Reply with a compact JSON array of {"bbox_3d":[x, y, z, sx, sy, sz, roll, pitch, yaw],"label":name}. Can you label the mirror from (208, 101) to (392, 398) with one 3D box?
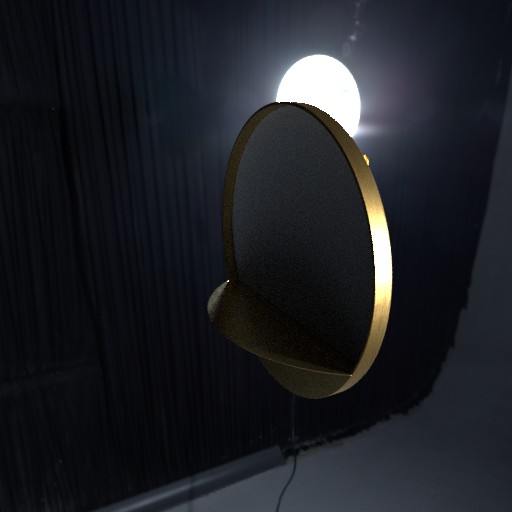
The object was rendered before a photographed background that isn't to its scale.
[{"bbox_3d":[0.000,0.000,0.690,0.133,0.457,0.457,-8,19,-26],"label":"mirror"}]
